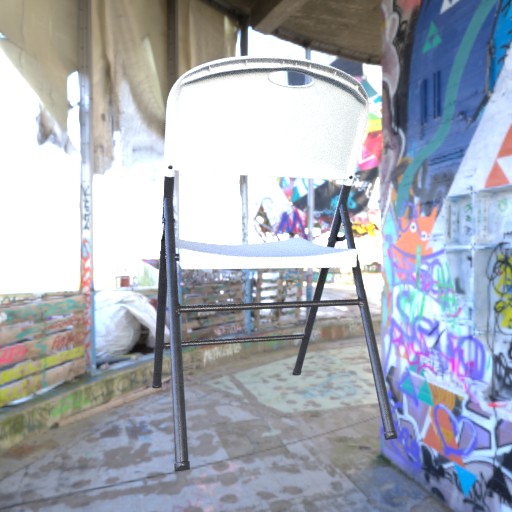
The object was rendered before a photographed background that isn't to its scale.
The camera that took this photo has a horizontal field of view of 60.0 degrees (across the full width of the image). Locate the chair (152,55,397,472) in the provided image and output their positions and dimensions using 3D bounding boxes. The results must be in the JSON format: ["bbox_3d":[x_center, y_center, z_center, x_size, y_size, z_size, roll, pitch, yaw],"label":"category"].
[{"bbox_3d":[0.000,0.000,1.159,0.494,0.810,0.566,0,1,-18],"label":"chair"}]
